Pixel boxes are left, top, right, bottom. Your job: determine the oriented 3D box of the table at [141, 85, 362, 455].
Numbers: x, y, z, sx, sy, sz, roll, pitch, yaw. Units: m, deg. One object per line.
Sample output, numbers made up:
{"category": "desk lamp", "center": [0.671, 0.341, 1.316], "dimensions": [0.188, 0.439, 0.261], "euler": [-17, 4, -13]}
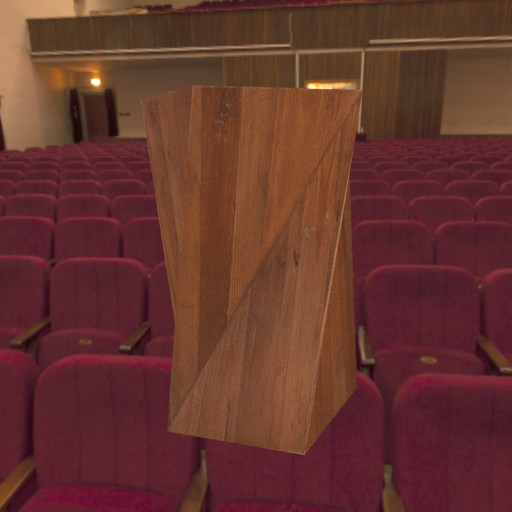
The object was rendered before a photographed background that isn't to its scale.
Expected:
{"category": "table", "center": [0.000, 0.000, 0.899], "dimensions": [0.441, 0.604, 0.425], "euler": [2, 15, 8]}
